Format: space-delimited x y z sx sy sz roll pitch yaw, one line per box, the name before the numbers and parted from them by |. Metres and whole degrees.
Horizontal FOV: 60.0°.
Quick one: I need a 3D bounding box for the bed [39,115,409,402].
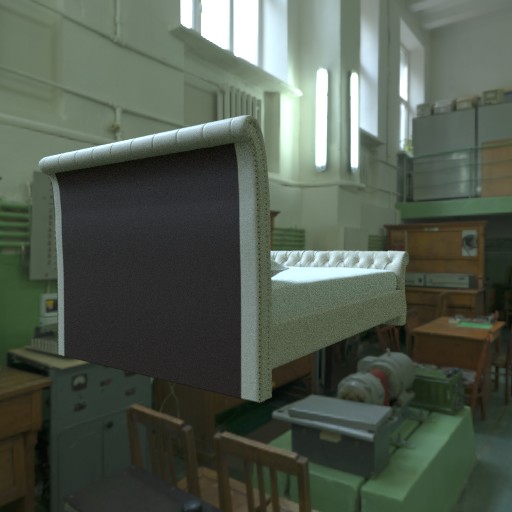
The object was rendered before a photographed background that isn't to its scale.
bed | 0.000 0.000 3.352 1.606 1.268 2.493 1 1 35
